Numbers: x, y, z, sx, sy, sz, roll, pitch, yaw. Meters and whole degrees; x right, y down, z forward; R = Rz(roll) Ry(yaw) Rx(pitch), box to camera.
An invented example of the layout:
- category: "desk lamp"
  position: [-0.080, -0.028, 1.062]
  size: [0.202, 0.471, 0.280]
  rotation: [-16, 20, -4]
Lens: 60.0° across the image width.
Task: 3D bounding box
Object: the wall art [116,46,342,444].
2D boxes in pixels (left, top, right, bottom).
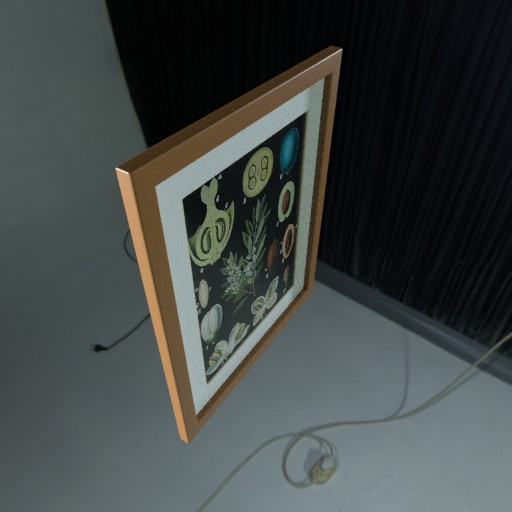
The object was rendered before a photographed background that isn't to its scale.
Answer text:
- category: "wall art"
  position: [0.000, 0.000, 0.510]
  size: [0.015, 0.379, 0.310]
  rotation: [25, 47, 25]
